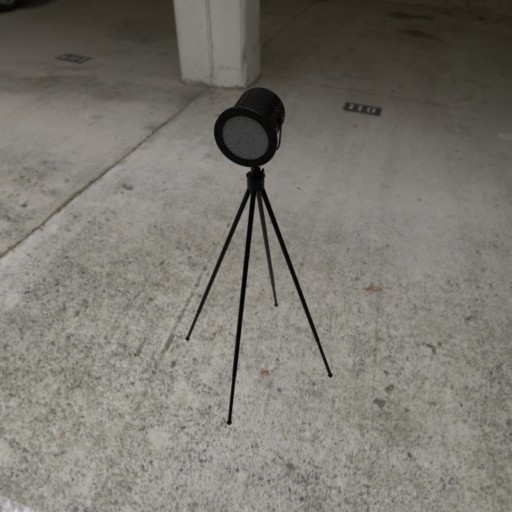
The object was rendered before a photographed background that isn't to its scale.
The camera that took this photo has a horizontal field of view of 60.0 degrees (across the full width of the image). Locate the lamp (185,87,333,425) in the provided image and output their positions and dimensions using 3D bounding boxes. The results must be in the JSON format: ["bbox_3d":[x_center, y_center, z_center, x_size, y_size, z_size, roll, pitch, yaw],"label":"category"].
[{"bbox_3d":[0.000,0.000,2.060,0.879,1.504,0.884,11,41,14],"label":"lamp"}]
